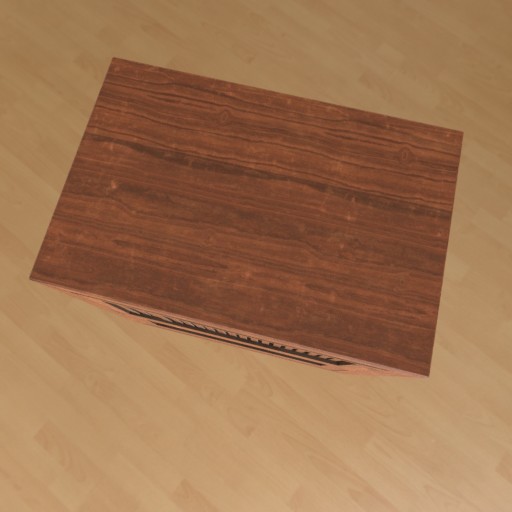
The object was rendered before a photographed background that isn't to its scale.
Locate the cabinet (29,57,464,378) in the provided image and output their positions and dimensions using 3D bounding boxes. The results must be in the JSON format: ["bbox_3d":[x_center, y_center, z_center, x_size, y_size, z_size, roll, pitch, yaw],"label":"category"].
[{"bbox_3d":[0.000,0.000,1.034,0.607,0.695,0.410,13,76,3],"label":"cabinet"}]
